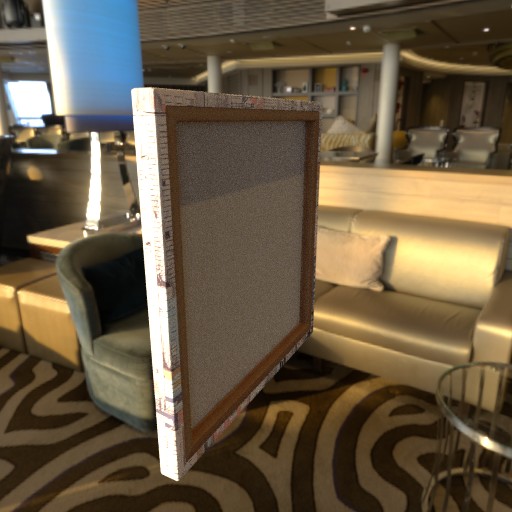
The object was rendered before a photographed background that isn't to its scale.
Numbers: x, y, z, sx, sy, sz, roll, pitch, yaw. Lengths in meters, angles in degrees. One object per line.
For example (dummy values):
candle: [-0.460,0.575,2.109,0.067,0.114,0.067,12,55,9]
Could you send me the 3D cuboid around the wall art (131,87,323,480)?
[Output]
wall art: [0.000,0.000,0.901,0.038,0.608,0.607,9,19,27]
